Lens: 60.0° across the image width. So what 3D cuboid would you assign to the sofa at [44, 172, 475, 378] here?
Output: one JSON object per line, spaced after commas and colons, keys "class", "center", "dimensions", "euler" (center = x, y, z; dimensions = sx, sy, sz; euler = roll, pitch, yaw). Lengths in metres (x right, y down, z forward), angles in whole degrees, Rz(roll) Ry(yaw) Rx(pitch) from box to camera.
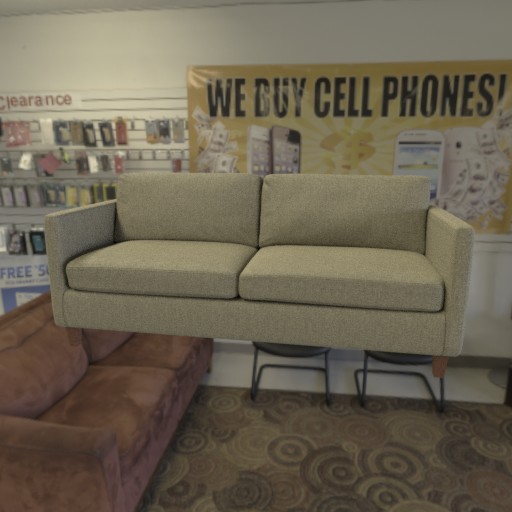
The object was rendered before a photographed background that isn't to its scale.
{"class": "sofa", "center": [0.000, 0.000, 2.676], "dimensions": [2.208, 0.960, 0.956], "euler": [2, 14, 10]}
